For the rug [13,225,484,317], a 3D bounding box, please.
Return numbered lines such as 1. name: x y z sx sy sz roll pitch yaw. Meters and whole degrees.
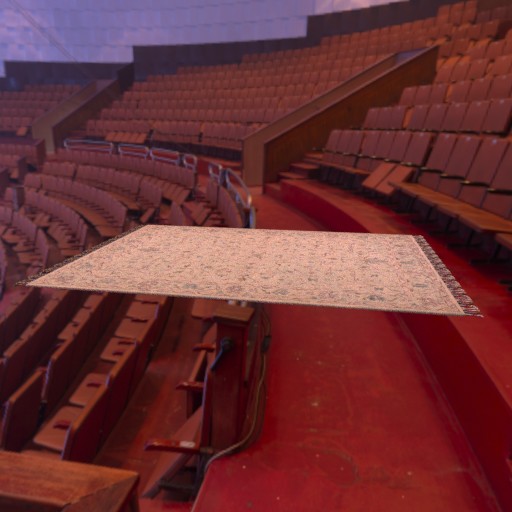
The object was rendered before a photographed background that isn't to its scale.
1. rug: 0.000 0.000 2.237 1.802 0.008 1.247 3 16 10
